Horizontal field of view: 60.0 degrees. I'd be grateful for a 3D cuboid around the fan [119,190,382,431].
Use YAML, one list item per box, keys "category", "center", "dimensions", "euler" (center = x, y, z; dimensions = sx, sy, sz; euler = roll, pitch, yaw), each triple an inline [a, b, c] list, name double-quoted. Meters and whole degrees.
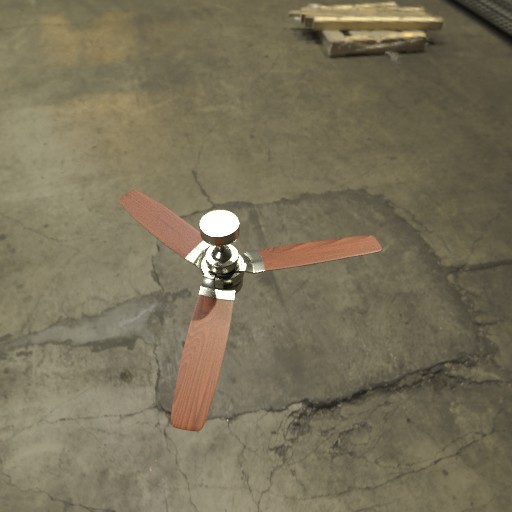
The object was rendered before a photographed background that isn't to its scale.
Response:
- category: "fan"
  center: [0.000, 0.000, 2.040]
  dimensions: [1.271, 0.410, 1.416]
  euler: [-9, 48, -8]
